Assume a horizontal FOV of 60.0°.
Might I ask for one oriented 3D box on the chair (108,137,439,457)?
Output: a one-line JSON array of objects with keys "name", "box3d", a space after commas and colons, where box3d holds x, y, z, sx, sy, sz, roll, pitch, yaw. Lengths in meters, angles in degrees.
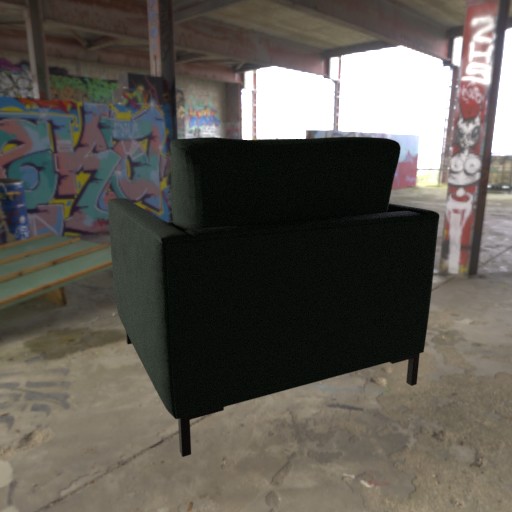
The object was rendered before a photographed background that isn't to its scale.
[{"name": "chair", "box3d": [0.000, 0.000, 1.669, 0.963, 0.861, 0.866, -7, 15, -25]}]
